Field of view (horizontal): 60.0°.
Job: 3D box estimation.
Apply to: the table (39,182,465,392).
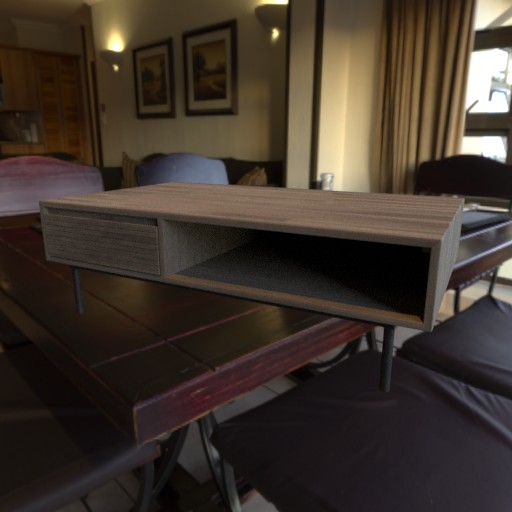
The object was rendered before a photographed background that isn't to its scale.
[{"bbox_3d":[0.000,0.000,1.355,1.088,0.347,0.643,8,17,27],"label":"table"}]
